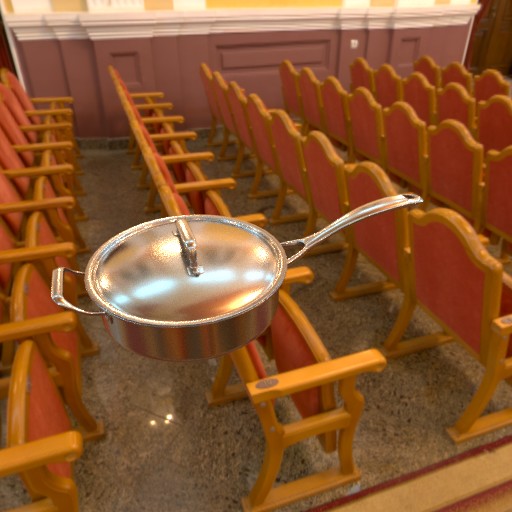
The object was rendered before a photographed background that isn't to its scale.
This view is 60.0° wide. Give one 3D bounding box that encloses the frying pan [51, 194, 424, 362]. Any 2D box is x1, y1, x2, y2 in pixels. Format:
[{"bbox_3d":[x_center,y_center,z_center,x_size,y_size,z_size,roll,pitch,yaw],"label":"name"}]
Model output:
[{"bbox_3d":[0.000,0.000,0.581,0.492,0.111,0.245,-11,34,-16],"label":"frying pan"}]
